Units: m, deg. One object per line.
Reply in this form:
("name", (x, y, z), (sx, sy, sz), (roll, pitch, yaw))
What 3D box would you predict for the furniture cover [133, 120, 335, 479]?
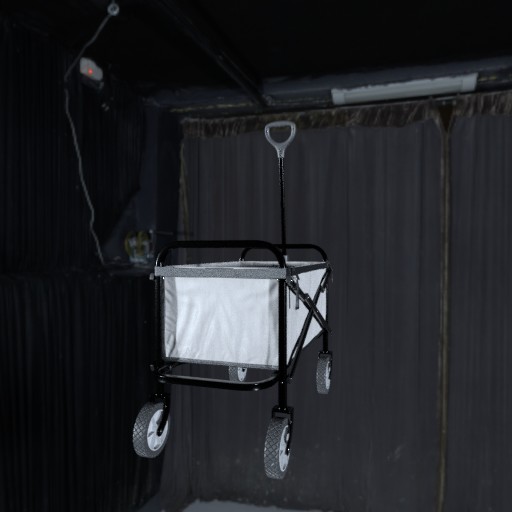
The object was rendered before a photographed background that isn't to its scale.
("furniture cover", (0.000, 0.000, 1.792), (0.532, 1.295, 1.038), (0, 1, 18))
